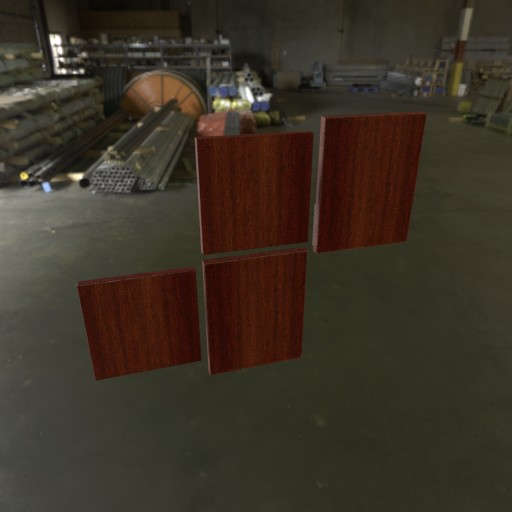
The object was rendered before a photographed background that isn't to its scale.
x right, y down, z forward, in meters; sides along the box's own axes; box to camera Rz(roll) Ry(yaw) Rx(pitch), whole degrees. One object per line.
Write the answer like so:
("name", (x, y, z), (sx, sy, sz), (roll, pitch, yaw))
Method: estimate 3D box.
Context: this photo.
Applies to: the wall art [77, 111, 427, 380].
("wall art", (0.000, 0.000, 0.834), (0.635, 0.497, 0.030), (-7, 26, -15))
